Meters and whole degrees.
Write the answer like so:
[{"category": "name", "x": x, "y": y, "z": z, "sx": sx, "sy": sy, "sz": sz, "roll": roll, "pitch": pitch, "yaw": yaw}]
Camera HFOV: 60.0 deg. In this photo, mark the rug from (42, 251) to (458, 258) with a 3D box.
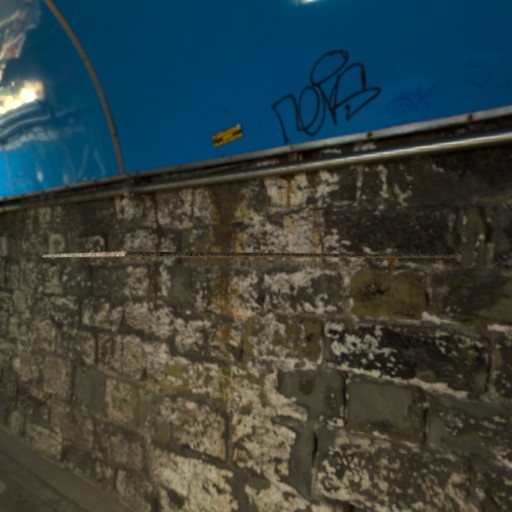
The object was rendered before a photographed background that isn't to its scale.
[{"category": "rug", "x": 0.000, "y": 0.000, "z": 2.213, "sx": 1.761, "sy": 0.014, "sz": 1.143, "roll": 0, "pitch": 0, "yaw": -37}]
